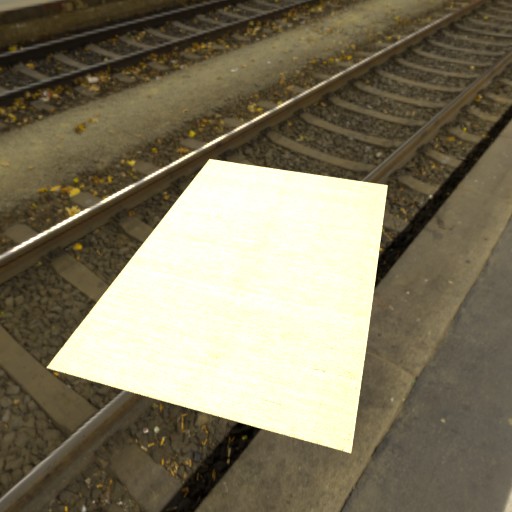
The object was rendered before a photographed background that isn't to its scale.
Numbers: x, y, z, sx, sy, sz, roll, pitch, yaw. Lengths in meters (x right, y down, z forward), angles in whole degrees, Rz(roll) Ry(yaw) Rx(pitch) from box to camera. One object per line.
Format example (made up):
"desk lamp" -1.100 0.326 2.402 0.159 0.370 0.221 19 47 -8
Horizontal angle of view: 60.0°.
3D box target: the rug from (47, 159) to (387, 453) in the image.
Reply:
"rug" 0.000 0.000 2.362 1.250 0.015 1.850 11 42 13
